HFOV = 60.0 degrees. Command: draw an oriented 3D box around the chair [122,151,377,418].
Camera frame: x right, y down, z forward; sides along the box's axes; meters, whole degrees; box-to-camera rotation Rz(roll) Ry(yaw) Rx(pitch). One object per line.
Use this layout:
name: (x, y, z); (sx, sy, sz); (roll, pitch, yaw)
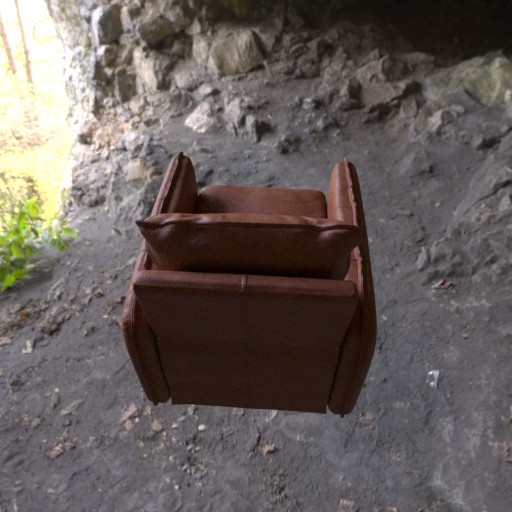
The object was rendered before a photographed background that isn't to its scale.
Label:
chair: (0.000, 0.000, 1.670); (0.830, 0.922, 0.922); (3, 47, 3)
